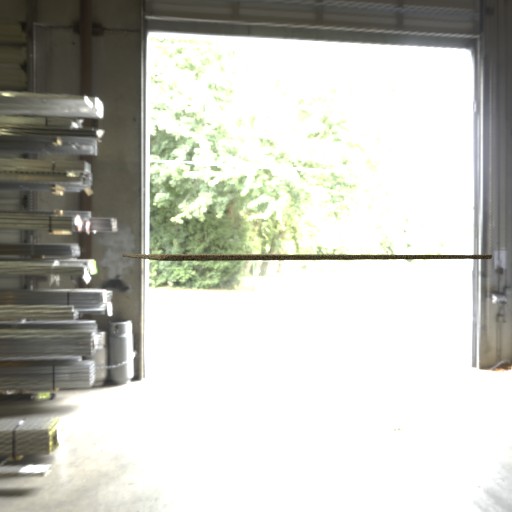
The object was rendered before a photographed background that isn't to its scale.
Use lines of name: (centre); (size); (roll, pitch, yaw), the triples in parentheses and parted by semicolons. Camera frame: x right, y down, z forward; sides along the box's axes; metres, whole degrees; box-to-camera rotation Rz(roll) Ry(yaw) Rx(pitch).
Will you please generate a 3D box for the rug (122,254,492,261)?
rug: (0.000, 0.000, 3.361); (1.801, 0.024, 2.700); (0, 0, -20)
